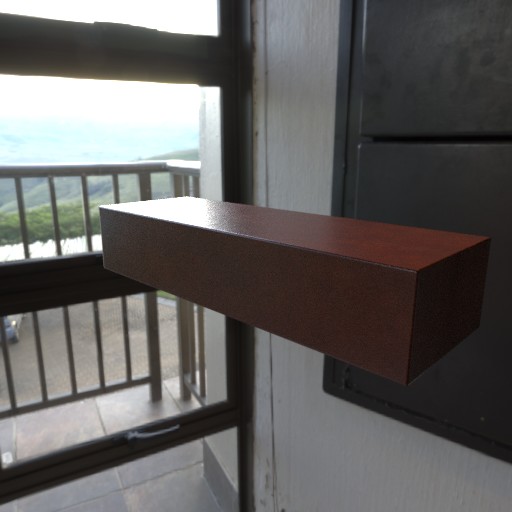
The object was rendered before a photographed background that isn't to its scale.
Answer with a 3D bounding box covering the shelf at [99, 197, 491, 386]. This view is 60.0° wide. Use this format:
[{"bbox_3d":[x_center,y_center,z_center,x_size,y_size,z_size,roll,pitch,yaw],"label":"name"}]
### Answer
[{"bbox_3d":[0.000,0.000,0.521,0.457,0.088,0.152,13,20,42],"label":"shelf"}]
